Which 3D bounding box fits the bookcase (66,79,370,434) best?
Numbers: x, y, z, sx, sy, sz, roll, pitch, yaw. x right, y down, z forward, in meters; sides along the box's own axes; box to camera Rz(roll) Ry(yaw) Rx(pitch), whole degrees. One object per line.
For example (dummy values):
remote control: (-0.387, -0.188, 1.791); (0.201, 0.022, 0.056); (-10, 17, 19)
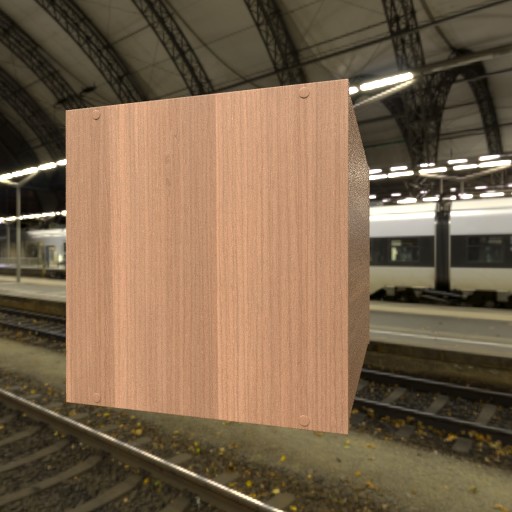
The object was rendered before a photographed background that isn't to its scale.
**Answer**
bookcase: (0.000, 0.000, 0.620); (0.290, 0.305, 0.415); (0, 0, 17)
